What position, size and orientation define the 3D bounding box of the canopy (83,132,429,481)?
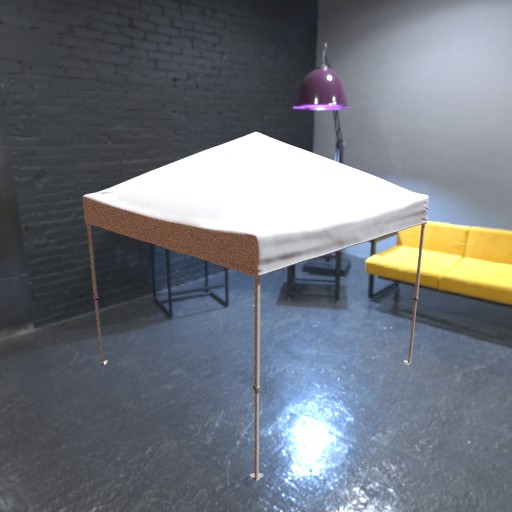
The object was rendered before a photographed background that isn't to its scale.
[{"bbox_3d":[0.000,0.000,5.561,2.998,2.997,2.996,15,22,43],"label":"canopy"}]
